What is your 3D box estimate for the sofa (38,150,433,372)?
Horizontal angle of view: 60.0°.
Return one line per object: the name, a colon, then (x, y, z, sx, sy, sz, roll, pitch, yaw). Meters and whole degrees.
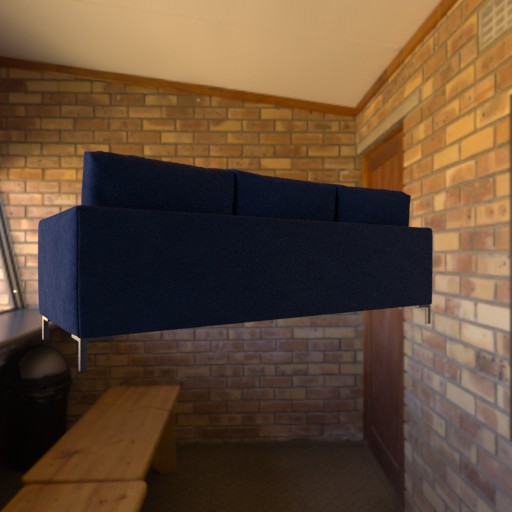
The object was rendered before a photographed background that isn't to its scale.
sofa: (0.000, 0.000, 2.622, 2.252, 0.879, 0.875, 0, 0, -35)
